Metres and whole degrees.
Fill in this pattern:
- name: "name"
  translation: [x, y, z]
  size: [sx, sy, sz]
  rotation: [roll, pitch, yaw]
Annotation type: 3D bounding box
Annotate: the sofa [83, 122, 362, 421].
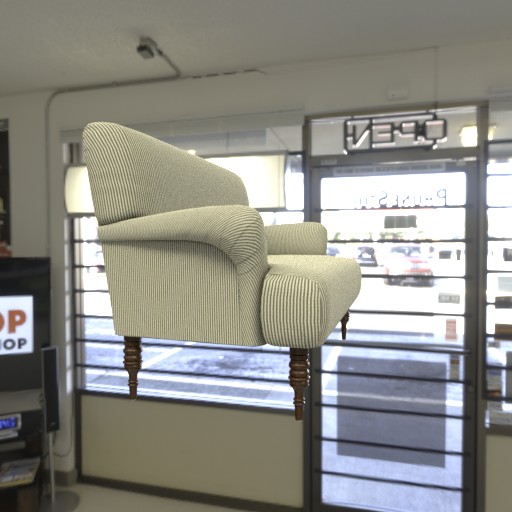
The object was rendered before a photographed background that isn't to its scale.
- name: "sofa"
  translation: [0.000, 0.000, 1.841]
  size: [0.779, 0.889, 1.297]
  rotation: [1, 2, 18]
